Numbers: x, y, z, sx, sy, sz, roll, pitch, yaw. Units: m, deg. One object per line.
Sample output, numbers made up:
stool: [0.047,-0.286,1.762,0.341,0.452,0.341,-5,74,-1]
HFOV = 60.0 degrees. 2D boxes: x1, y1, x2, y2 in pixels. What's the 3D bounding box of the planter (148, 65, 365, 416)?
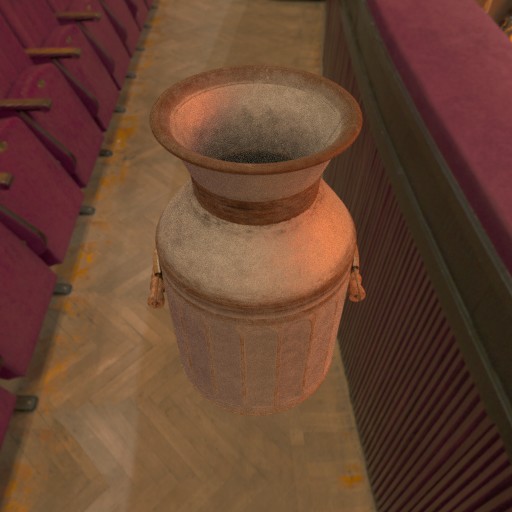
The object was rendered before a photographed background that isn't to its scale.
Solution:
planter: [0.000,0.000,0.500,0.248,0.358,0.215,-2,46,-2]
